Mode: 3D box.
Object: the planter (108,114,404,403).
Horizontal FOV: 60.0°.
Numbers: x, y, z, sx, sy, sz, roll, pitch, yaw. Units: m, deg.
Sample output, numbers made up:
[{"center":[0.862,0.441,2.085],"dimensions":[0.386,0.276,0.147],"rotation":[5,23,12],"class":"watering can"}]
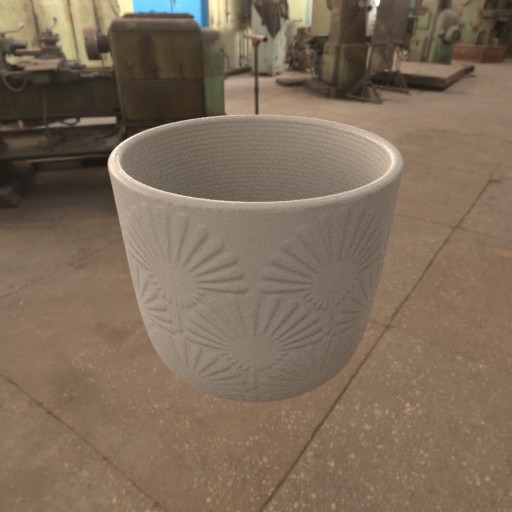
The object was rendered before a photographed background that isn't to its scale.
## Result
[{"center":[0.000,0.000,0.219],"dimensions":[0.124,0.109,0.124],"rotation":[0,31,0],"class":"planter"}]
